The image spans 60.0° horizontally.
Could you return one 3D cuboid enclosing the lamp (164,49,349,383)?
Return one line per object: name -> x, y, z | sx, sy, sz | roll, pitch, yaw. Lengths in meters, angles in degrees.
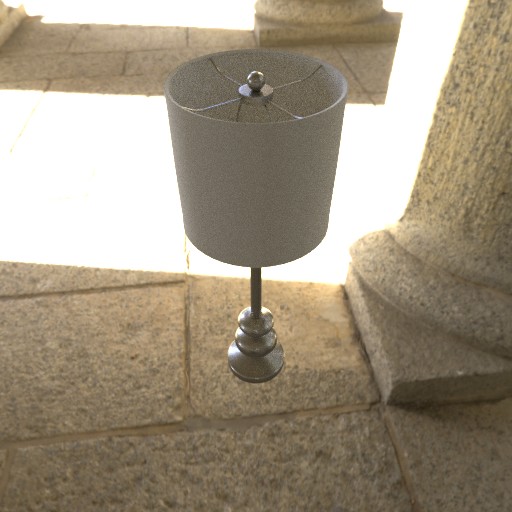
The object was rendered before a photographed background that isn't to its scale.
lamp -> 0.000, 0.000, 0.841 | 0.254, 0.690, 0.254 | -26, 49, -25
